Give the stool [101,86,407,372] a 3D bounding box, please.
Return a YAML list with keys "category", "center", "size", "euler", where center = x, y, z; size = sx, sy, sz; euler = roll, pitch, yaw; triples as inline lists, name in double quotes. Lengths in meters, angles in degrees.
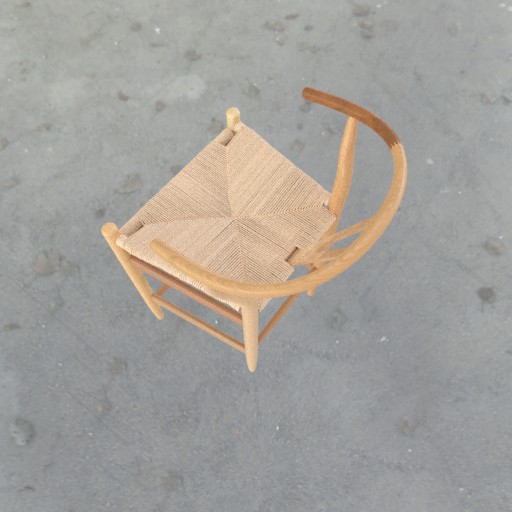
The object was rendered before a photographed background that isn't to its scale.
- category: "stool"
  center: [0.000, 0.000, 1.271]
  size: [0.575, 0.923, 0.536]
  euler: [35, 68, 16]
